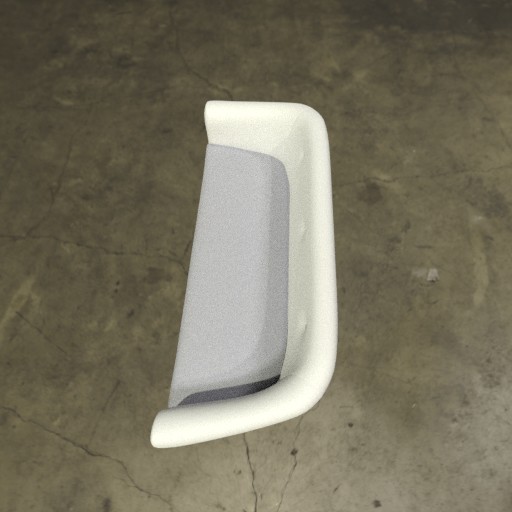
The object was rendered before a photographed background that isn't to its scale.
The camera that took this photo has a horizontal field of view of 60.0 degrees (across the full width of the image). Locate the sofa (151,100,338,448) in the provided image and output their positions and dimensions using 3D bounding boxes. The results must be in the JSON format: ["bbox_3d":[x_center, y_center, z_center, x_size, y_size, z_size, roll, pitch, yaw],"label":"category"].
[{"bbox_3d":[0.000,0.000,2.581,0.827,0.795,2.160,2,58,2],"label":"sofa"}]
